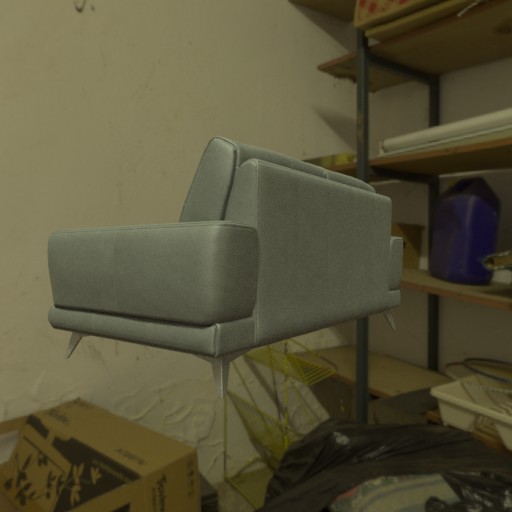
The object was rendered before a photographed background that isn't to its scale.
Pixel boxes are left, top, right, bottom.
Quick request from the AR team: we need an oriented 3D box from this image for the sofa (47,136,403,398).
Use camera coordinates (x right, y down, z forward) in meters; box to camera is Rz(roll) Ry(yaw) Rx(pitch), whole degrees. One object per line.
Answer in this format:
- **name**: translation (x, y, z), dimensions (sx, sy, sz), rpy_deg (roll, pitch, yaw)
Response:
- **sofa**: translation (0.000, 0.000, 2.355), dimensions (1.018, 0.907, 1.806), rpy_deg (0, 0, 36)
